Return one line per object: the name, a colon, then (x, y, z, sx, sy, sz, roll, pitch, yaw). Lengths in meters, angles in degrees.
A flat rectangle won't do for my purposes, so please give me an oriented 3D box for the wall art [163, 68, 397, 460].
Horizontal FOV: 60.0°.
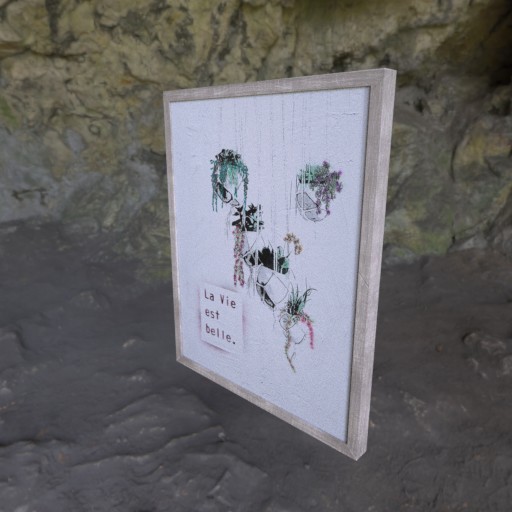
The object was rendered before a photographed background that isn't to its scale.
wall art: (0.000, 0.000, 0.713, 0.421, 0.521, 0.032, 14, 21, 41)
